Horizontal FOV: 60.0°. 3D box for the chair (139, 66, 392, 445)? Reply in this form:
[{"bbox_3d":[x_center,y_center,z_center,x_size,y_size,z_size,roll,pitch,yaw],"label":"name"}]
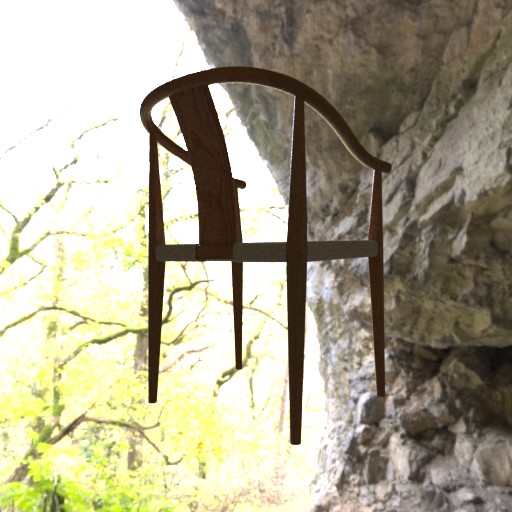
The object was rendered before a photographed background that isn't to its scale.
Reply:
[{"bbox_3d":[0.000,0.000,1.208,0.556,0.800,0.579,0,0,36],"label":"chair"}]
